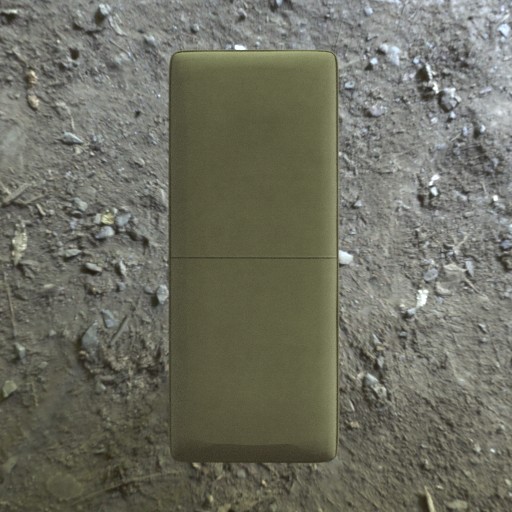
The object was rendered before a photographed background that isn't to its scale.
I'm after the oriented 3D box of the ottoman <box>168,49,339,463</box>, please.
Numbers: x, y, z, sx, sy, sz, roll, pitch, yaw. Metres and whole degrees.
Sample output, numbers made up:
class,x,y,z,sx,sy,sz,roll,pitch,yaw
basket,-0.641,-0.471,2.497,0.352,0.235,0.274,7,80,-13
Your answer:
class,x,y,z,sx,sy,sz,roll,pitch,yaw
ottoman,0.000,0.000,1.998,0.735,0.460,1.726,0,90,1
